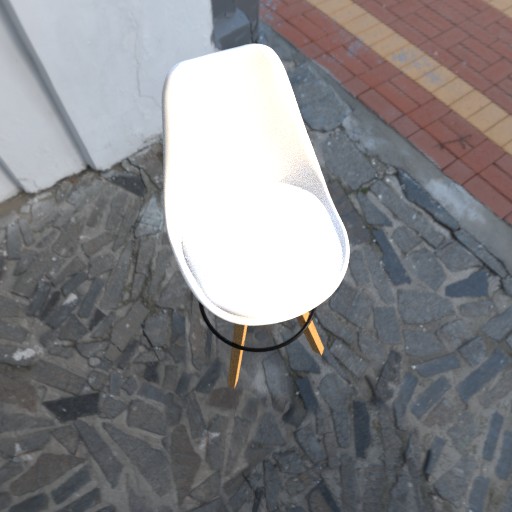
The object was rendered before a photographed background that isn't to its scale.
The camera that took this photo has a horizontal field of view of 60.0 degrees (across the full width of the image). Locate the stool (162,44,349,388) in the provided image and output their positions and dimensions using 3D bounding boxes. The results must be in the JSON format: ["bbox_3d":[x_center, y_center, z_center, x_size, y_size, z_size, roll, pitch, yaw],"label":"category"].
[{"bbox_3d":[0.000,0.000,1.407,0.482,1.115,0.549,-19,65,-9],"label":"stool"}]
